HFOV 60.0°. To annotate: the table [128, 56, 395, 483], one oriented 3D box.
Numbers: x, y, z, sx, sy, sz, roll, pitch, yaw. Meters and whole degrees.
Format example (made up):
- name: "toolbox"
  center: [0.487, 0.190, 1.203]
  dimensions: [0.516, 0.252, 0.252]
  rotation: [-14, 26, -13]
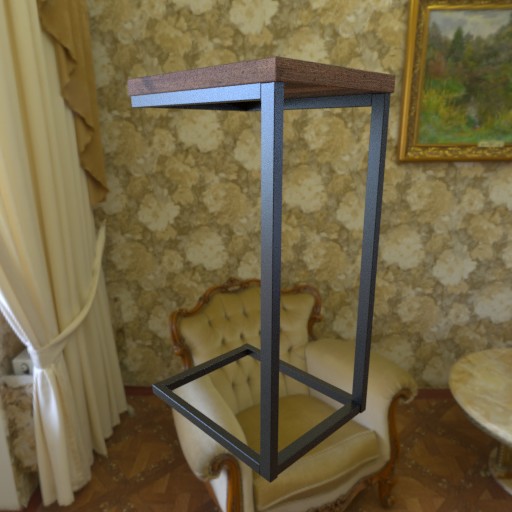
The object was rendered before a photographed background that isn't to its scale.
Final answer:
- name: "table"
  center: [0.000, 0.000, 0.954]
  dimensions: [0.323, 0.718, 0.414]
  rotation: [-15, 22, -42]
